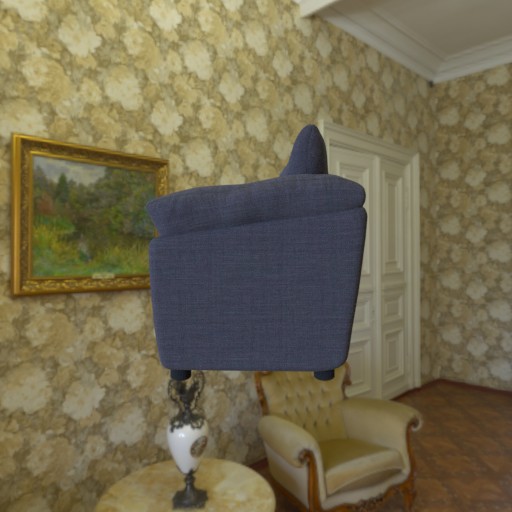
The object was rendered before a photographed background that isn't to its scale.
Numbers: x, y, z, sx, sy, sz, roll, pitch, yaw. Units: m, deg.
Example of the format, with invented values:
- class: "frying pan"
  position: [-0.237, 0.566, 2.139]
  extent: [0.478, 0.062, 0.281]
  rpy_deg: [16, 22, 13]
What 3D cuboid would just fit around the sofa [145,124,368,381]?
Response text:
- class: "sofa"
  position: [0.000, 0.000, 2.854]
  extent: [0.883, 1.080, 2.336]
  rpy_deg: [0, -1, 0]
